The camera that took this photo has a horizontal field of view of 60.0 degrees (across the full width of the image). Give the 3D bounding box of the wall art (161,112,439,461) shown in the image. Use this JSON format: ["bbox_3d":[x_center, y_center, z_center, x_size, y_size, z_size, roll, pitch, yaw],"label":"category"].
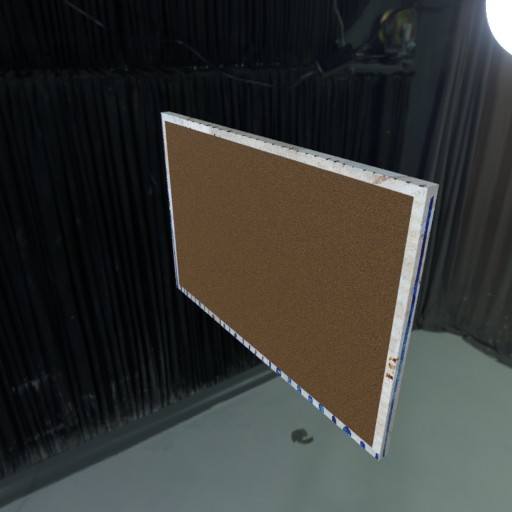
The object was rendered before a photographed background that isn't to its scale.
[{"bbox_3d":[0.000,0.000,1.152,0.030,0.609,0.919,-18,32,-32],"label":"wall art"}]
